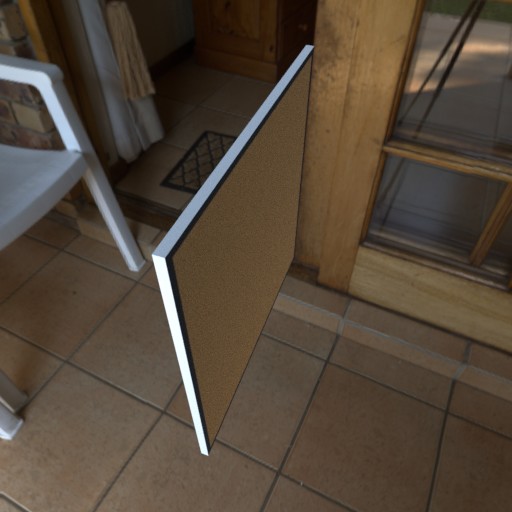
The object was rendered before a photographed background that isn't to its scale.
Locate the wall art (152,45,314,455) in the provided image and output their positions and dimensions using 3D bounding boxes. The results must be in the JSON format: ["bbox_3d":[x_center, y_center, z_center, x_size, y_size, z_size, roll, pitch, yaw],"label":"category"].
[{"bbox_3d":[0.000,0.000,1.192,0.022,0.803,0.805,15,49,14],"label":"wall art"}]
